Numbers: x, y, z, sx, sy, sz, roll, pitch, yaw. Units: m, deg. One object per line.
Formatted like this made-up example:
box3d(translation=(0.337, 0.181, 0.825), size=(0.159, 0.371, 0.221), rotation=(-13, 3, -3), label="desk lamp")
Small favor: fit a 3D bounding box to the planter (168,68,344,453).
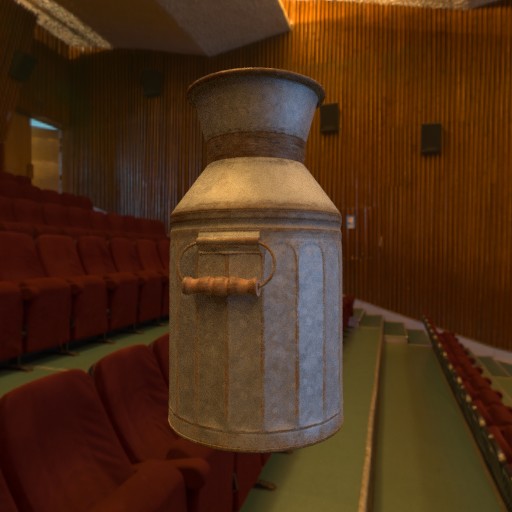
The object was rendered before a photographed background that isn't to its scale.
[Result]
box3d(translation=(0.000, 0.000, 0.549), size=(0.214, 0.396, 0.245), rotation=(0, 0, 16), label="planter")
